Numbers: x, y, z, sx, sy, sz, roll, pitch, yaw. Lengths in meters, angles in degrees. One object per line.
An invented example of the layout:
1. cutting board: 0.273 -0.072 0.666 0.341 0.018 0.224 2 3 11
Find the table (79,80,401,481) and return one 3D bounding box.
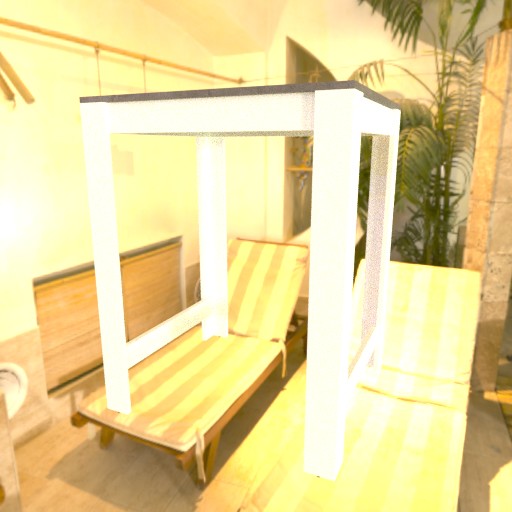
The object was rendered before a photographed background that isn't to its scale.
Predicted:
1. table: 0.000 0.000 1.545 0.800 1.020 0.700 7 15 25
